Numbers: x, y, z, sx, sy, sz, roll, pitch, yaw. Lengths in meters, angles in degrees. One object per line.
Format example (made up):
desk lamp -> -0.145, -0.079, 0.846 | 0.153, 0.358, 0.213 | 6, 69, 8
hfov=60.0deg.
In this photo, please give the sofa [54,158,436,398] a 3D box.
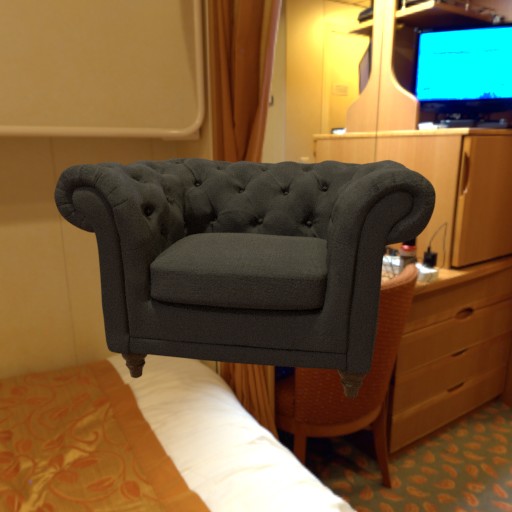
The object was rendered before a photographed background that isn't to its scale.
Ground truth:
sofa -> 0.000, 0.000, 2.065 | 1.405, 0.878, 1.032 | 2, 14, 10
